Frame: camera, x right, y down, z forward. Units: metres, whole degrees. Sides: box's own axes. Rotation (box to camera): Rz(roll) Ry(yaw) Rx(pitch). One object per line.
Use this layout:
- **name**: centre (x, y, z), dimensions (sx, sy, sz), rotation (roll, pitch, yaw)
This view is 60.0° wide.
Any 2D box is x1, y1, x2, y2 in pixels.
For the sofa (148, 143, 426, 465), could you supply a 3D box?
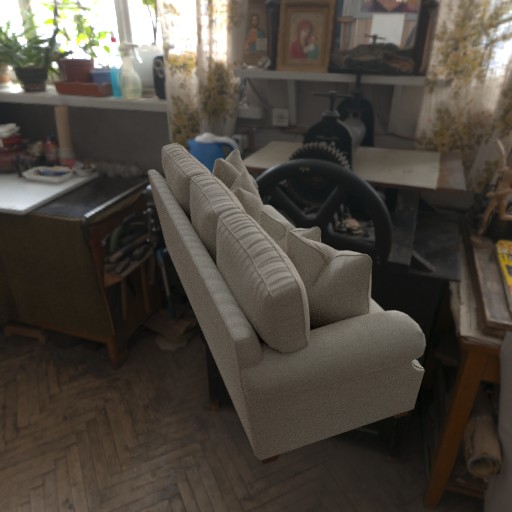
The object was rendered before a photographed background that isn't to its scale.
- **sofa**: centre (0.000, 0.000, 2.788), dimensions (0.965, 0.975, 2.312), rotation (-10, 31, -18)
